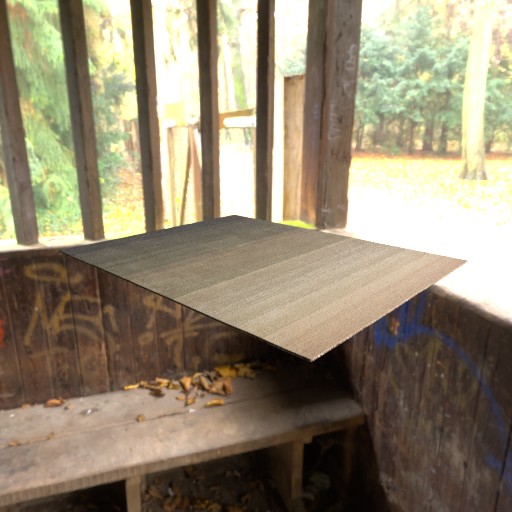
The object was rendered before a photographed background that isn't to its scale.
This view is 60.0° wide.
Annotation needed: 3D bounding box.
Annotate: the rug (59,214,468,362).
[{"bbox_3d":[0.000,0.000,4.015,2.932,0.015,2.315,15,23,41],"label":"rug"}]
